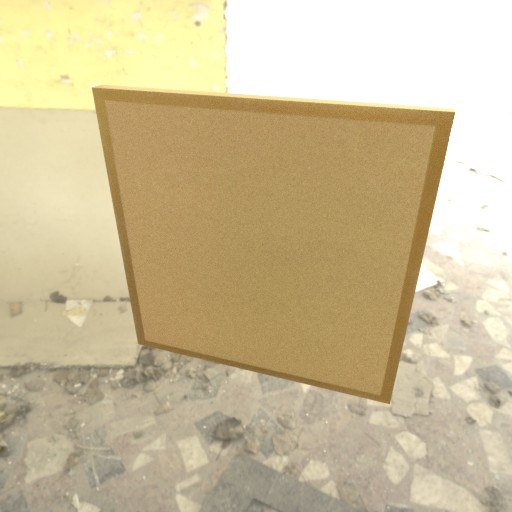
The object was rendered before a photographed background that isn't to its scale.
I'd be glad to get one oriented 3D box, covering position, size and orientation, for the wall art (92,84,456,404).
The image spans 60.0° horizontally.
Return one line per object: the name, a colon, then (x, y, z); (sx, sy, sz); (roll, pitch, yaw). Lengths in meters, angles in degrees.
wall art: (0.000, 0.000, 1.102); (0.762, 0.760, 0.037); (9, 32, 15)
